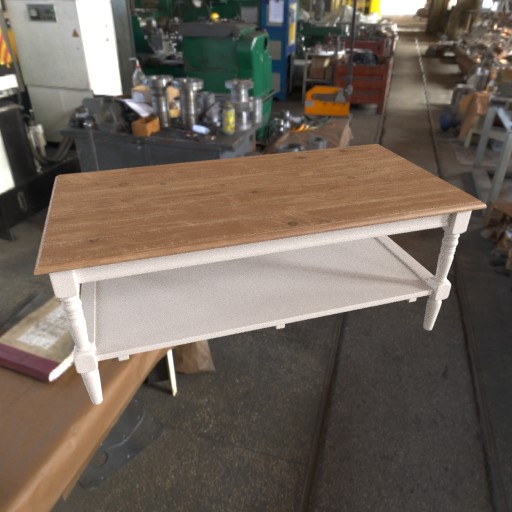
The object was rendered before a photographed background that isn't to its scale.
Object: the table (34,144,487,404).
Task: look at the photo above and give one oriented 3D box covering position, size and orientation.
[{"bbox_3d":[0.000,0.000,1.383,1.118,0.458,0.559,-9,32,-14],"label":"table"}]
